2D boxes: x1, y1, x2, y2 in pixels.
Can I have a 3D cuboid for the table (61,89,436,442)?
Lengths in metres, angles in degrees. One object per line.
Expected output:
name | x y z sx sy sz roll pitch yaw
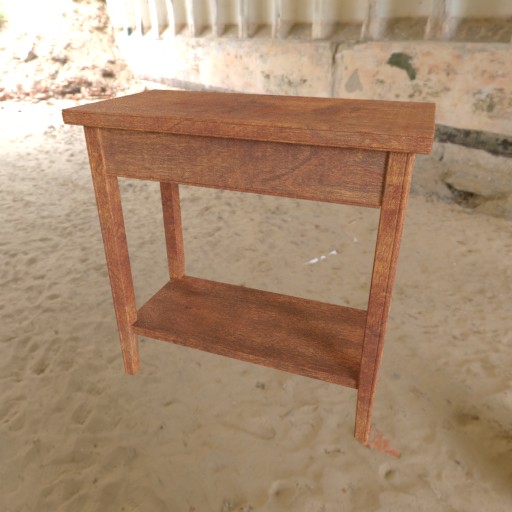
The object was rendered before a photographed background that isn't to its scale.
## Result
table | 0.000 0.000 0.940 0.610 0.610 0.305 10 29 18
